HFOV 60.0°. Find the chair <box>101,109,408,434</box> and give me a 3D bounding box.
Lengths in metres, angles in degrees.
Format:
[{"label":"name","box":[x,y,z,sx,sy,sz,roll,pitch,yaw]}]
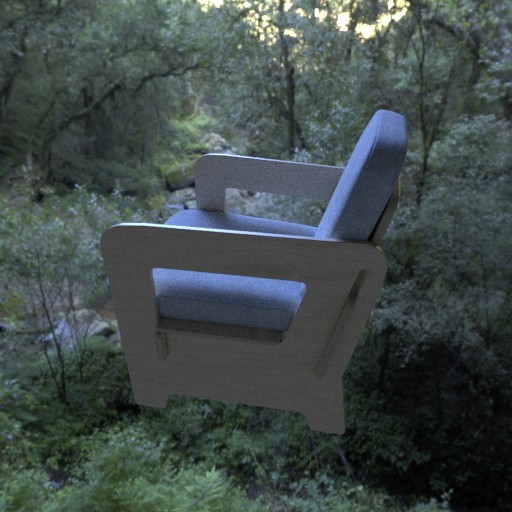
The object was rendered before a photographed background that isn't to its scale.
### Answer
[{"label":"chair","box":[0.000,0.000,1.272,0.710,0.800,0.590,8,30,13]}]
